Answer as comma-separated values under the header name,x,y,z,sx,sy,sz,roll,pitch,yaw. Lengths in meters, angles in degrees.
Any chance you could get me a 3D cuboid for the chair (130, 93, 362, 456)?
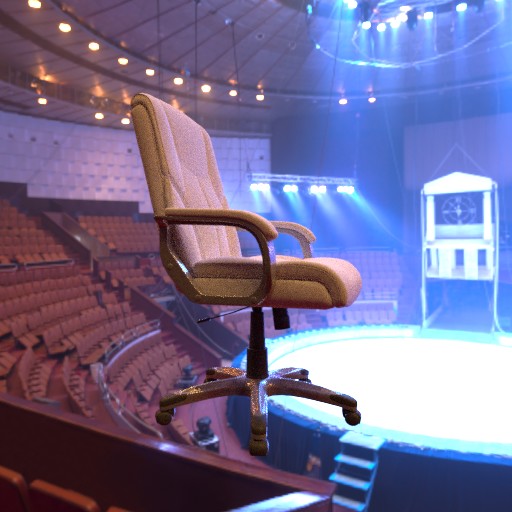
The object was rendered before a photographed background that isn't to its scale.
name,x,y,z,sx,sy,sz,roll,pitch,yaw
chair,0.000,0.000,1.578,0.738,1.120,0.687,0,1,18
